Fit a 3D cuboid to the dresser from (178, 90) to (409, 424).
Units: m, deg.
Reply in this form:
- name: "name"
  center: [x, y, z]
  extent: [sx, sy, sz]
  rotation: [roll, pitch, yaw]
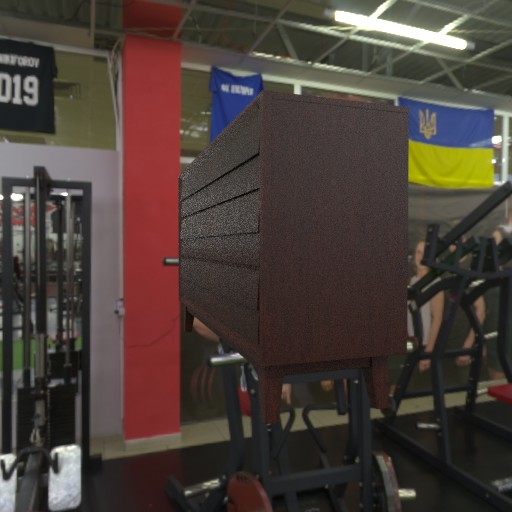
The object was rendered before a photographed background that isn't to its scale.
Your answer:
- name: "dresser"
  center: [0.000, 0.000, 2.096]
  extent: [0.499, 0.971, 1.609]
  rotation: [0, 1, -18]
